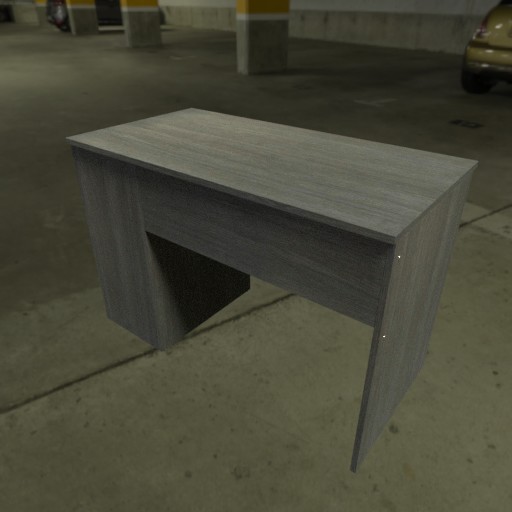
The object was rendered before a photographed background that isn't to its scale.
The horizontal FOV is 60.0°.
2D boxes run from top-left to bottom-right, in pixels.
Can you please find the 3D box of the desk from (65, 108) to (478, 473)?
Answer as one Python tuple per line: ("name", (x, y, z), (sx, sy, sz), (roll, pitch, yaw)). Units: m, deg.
("desk", (0.000, 0.000, 1.484), (1.096, 0.730, 0.560), (21, 36, 32))
